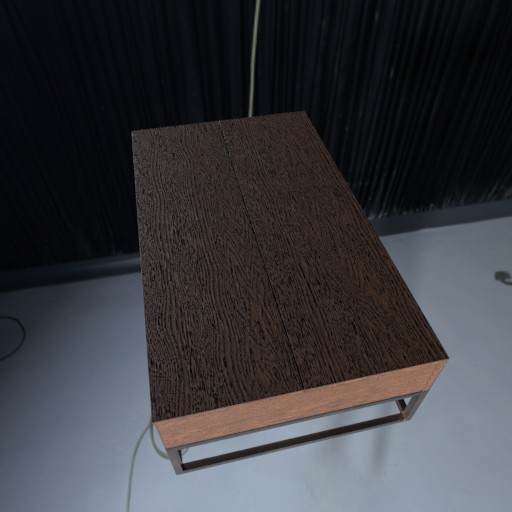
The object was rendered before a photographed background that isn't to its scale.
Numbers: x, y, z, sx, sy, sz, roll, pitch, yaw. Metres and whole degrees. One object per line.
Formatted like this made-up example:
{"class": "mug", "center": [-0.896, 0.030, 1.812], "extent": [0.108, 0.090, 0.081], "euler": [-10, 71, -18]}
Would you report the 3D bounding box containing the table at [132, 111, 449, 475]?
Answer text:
{"class": "table", "center": [0.000, 0.000, 1.514], "extent": [0.719, 0.361, 1.167], "euler": [-9, 48, -9]}
